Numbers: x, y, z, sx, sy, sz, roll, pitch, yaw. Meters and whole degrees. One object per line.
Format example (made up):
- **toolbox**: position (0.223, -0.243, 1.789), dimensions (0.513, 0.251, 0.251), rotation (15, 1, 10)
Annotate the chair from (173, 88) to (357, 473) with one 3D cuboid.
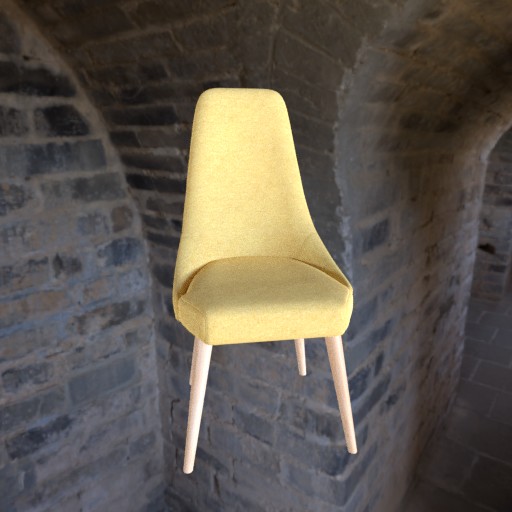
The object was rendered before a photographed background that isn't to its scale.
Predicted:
- **chair**: position (0.000, 0.000, 1.372), dimensions (0.510, 1.040, 0.660), rotation (-2, 15, -9)
